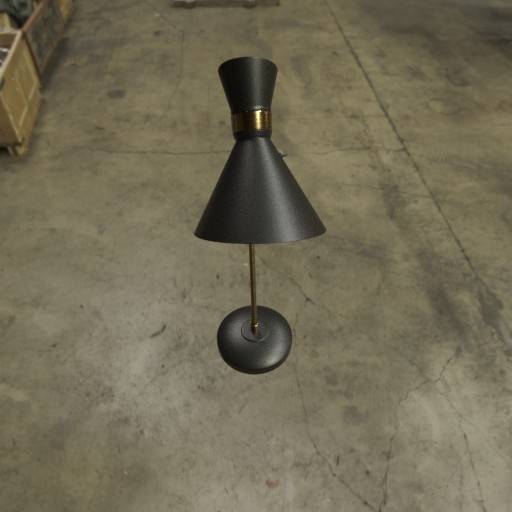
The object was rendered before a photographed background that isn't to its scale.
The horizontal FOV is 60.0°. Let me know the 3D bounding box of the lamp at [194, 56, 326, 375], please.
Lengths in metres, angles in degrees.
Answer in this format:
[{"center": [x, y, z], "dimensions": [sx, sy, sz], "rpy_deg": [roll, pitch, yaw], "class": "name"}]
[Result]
[{"center": [0.000, 0.000, 0.775], "dimensions": [0.189, 0.647, 0.292], "rpy_deg": [-4, 47, -3], "class": "lamp"}]
